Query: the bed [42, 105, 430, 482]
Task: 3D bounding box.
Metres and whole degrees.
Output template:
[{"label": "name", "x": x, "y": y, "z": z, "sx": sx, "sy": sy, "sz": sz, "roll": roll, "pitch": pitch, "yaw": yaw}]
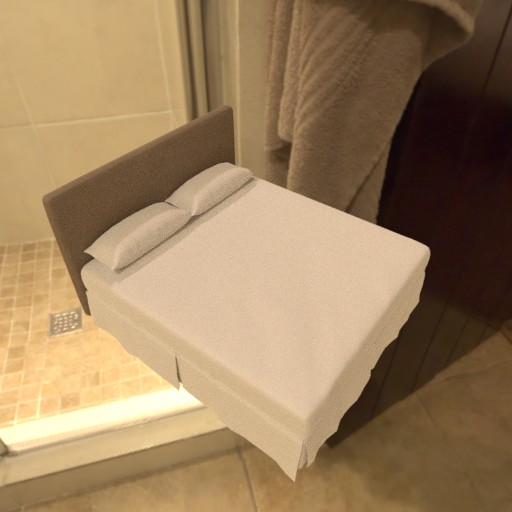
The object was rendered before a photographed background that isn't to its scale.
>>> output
[{"label": "bed", "x": 0.000, "y": 0.000, "z": 3.618, "sx": 2.341, "sy": 1.317, "sz": 2.119, "roll": 27, "pitch": 48, "yaw": 27}]
